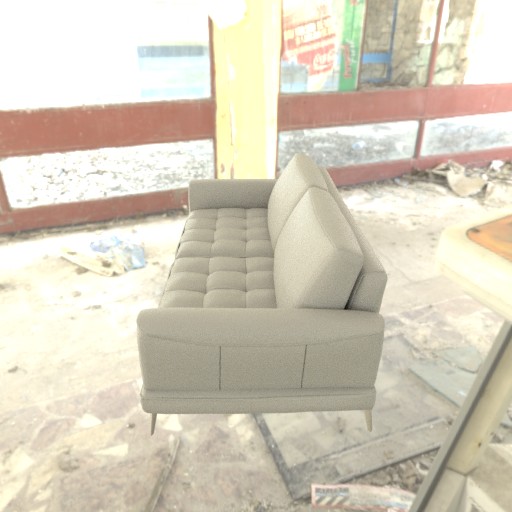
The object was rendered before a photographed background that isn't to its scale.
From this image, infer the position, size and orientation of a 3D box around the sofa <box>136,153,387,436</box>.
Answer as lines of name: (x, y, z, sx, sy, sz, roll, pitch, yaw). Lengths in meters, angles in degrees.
sofa: (0.000, 0.000, 2.835, 1.121, 0.930, 2.177, 0, 27, -1)
